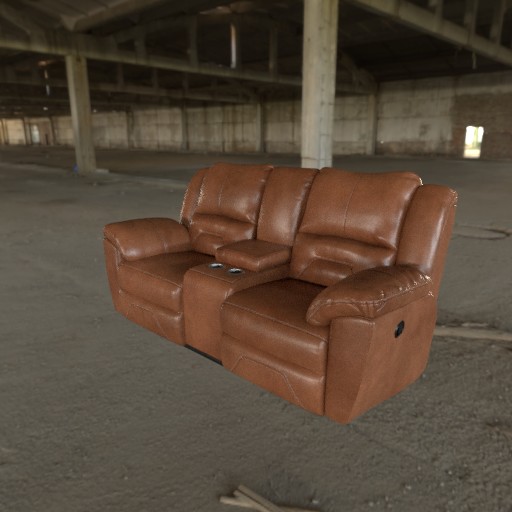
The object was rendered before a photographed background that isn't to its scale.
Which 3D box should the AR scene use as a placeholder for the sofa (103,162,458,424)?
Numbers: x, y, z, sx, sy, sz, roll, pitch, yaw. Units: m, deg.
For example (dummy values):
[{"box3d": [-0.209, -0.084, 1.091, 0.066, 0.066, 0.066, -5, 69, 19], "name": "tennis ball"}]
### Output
[{"box3d": [0.000, 0.000, 2.667, 2.058, 1.043, 0.991, 14, 21, 41], "name": "sofa"}]
